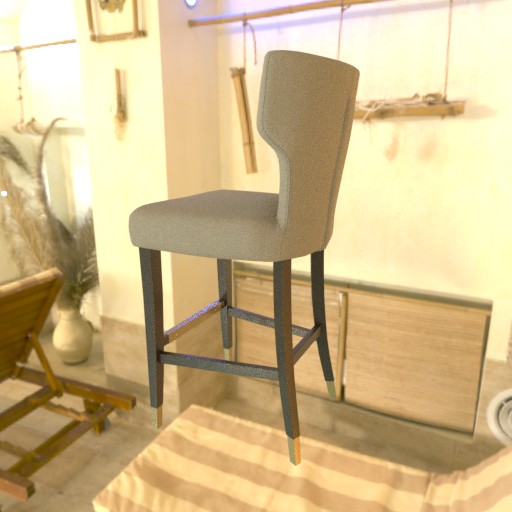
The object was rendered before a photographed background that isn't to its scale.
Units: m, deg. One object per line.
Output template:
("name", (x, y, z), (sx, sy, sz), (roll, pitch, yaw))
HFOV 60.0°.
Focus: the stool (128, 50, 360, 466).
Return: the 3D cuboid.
("stool", (0.000, 0.000, 1.382), (0.563, 1.092, 0.526), (7, 17, 26))
